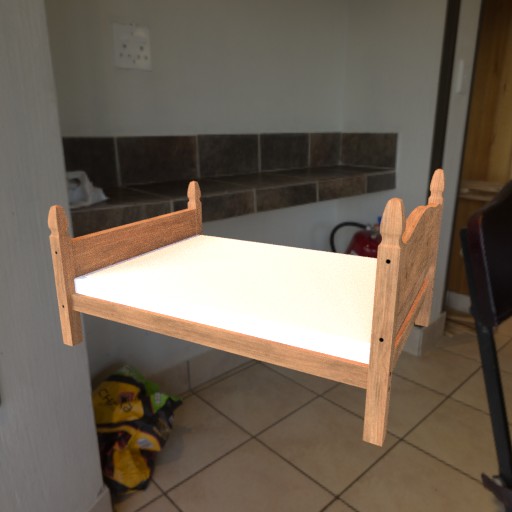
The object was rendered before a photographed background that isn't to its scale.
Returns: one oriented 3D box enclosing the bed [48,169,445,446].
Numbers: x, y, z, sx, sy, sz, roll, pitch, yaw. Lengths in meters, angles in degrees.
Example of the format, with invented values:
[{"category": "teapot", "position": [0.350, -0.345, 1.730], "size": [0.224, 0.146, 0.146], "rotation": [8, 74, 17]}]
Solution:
[{"category": "bed", "position": [0.000, 0.000, 2.911], "size": [2.069, 1.100, 1.490], "rotation": [9, 18, 27]}]
